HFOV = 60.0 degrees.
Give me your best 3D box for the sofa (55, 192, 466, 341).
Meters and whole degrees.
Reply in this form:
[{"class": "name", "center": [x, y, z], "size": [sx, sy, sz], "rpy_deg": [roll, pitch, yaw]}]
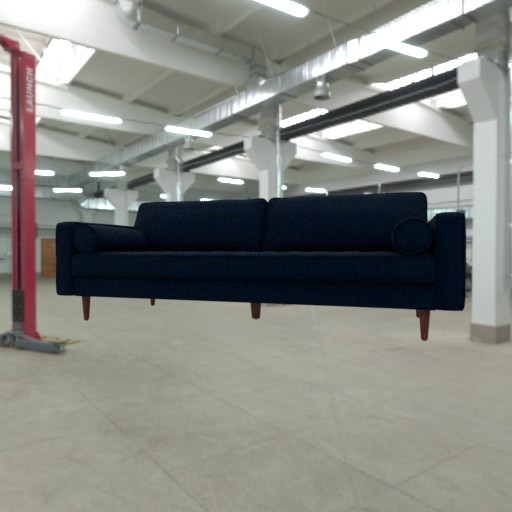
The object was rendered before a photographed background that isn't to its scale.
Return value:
[{"class": "sofa", "center": [0.000, 0.000, 2.670], "size": [2.210, 0.762, 0.914], "rpy_deg": [0, 1, 18]}]
